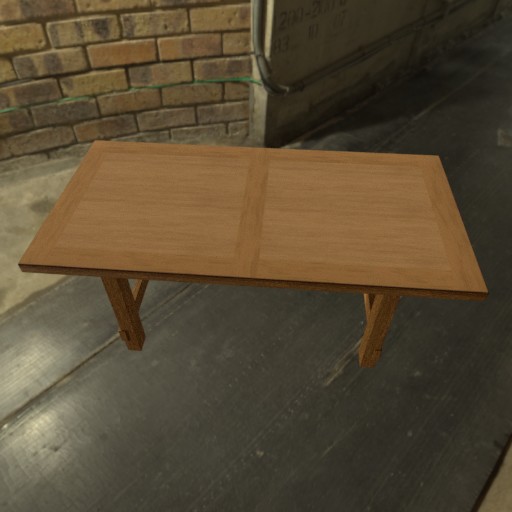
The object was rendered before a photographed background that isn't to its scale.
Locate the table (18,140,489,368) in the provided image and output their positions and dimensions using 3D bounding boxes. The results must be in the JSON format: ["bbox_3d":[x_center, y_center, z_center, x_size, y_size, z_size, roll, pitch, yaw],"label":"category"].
[{"bbox_3d":[0.000,0.000,2.469,1.982,0.762,1.000,3,46,3],"label":"table"}]
